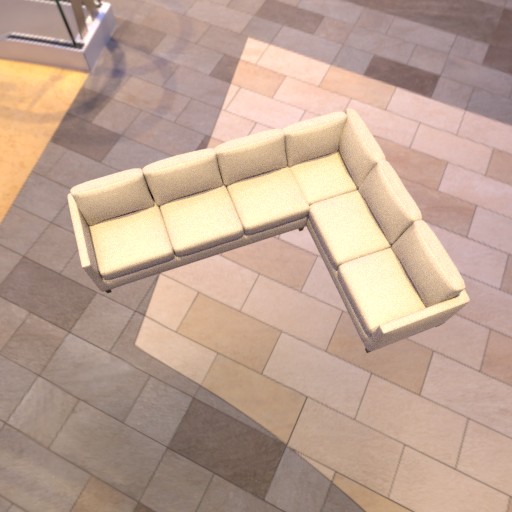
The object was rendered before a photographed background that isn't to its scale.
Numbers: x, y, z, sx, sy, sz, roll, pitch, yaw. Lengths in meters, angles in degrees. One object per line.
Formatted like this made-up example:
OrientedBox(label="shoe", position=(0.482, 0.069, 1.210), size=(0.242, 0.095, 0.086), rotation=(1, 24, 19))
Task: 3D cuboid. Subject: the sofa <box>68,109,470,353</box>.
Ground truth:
OrientedBox(label="sofa", position=(0.000, 0.000, 4.543), size=(3.333, 0.934, 2.522), rotation=(-18, 65, -9))
